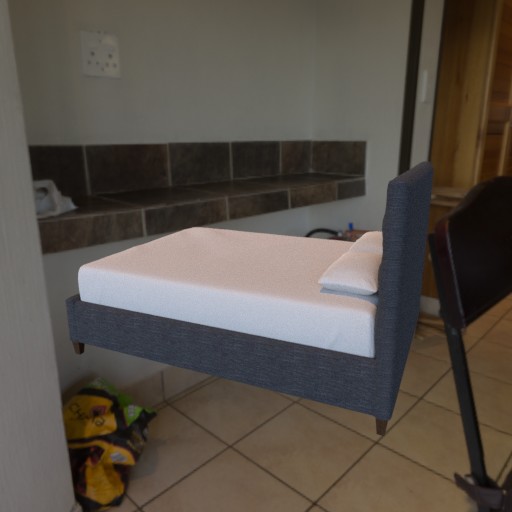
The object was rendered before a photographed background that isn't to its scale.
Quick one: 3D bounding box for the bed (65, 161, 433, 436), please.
[{"bbox_3d":[0.000,0.000,3.481,2.387,1.427,1.698,7,17,24],"label":"bed"}]
